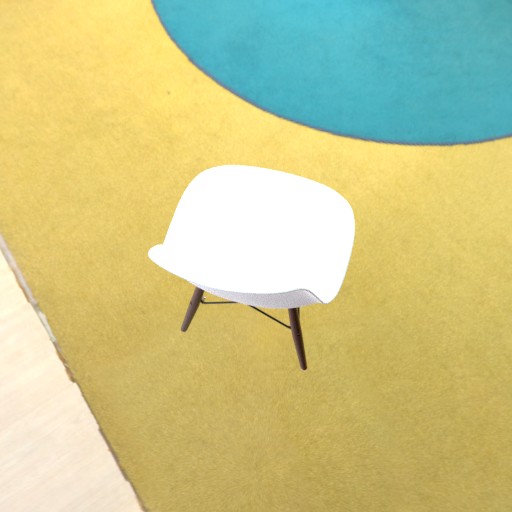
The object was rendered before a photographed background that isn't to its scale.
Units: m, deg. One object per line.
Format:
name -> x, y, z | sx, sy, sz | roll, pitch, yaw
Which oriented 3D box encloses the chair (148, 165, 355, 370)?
chair -> 0.000, 0.000, 1.162 | 0.470, 0.826, 0.533 | 14, 65, 7
